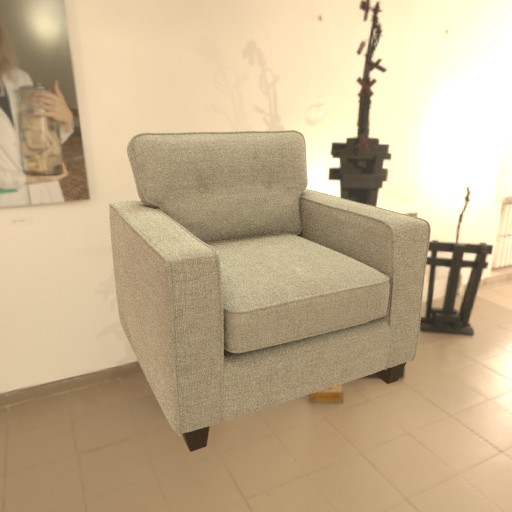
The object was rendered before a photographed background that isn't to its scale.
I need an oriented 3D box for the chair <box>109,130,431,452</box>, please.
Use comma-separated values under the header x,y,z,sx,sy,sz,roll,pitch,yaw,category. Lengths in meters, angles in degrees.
x,y,z,sx,sy,sz,roll,pitch,yaw,category
0.000,0.000,1.813,1.015,0.965,0.939,-9,20,-26,chair
